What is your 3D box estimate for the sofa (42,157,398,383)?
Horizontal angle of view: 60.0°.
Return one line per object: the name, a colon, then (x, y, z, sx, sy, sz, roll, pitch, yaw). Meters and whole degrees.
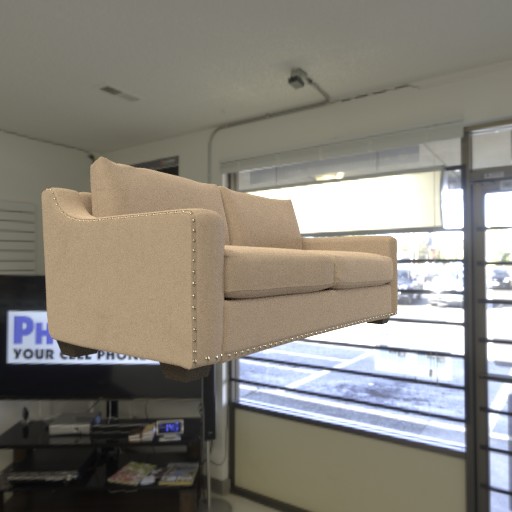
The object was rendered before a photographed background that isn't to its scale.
sofa: (0.000, 0.000, 2.532, 1.030, 0.901, 1.967, -1, -1, 37)
